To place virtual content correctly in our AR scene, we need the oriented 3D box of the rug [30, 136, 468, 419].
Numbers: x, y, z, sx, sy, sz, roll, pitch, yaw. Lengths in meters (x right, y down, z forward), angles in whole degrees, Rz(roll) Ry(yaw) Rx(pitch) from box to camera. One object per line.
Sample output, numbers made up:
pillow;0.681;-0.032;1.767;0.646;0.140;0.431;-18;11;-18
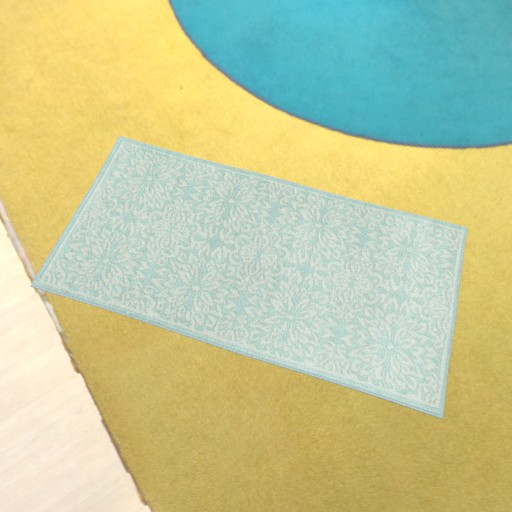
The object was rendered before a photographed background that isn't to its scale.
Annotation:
rug;0.000;0.000;1.363;1.219;0.007;0.604;16;65;8
